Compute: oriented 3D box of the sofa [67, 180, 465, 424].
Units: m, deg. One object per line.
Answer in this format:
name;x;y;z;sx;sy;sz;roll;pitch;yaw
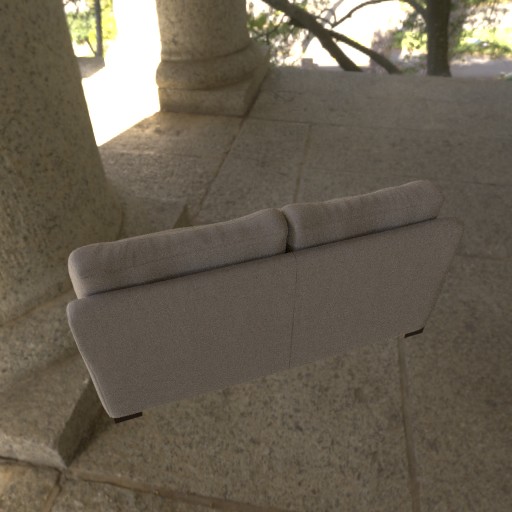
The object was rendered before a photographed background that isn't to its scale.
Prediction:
sofa;0.000;0.000;2.439;1.855;0.980;0.962;-12;42;-14
